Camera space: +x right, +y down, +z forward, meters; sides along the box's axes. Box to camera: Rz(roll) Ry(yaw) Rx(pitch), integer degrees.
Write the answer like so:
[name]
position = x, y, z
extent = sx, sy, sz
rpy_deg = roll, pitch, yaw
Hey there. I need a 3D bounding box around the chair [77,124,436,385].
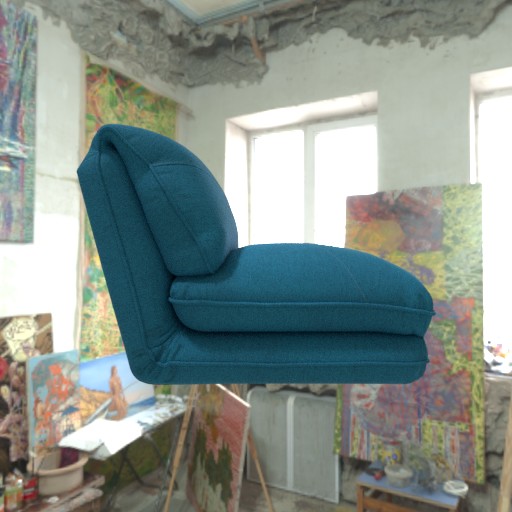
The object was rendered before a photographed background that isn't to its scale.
[chair]
position = 0.000, 0.000, 1.321
extent = 0.780, 0.580, 0.820
rpy_deg = 0, -1, 0
